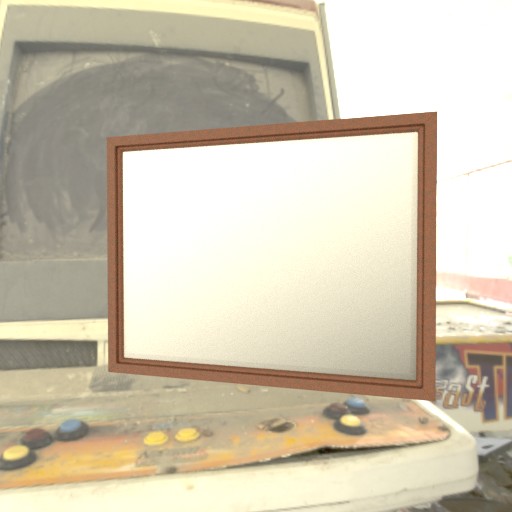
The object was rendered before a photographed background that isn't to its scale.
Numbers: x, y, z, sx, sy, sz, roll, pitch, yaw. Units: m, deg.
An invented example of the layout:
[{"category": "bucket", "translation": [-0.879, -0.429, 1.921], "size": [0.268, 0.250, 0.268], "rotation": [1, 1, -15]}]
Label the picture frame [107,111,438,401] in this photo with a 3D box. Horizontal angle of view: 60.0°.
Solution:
[{"category": "picture frame", "translation": [0.000, 0.000, 1.757], "size": [1.329, 1.018, 0.045], "rotation": [0, 1, 16]}]
